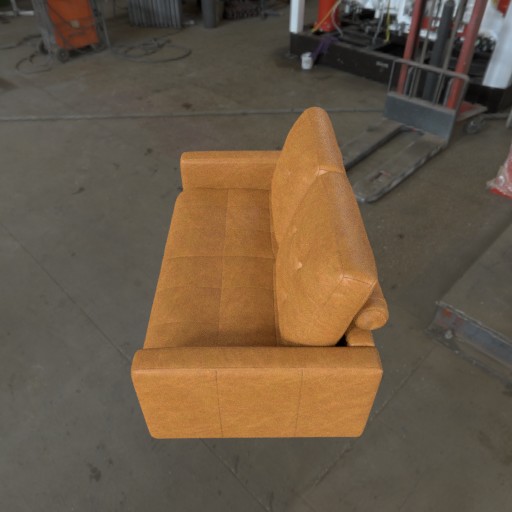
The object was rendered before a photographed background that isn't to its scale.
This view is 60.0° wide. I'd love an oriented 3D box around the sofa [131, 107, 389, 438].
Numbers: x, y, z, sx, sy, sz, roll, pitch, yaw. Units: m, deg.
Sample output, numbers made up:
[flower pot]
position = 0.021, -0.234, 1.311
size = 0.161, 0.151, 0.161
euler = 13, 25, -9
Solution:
[sofa]
position = 0.000, 0.000, 1.992
size = 0.868, 0.898, 1.430
euler = 0, 42, 0
